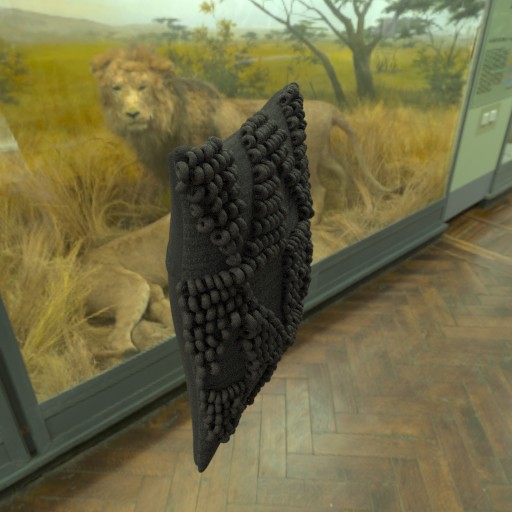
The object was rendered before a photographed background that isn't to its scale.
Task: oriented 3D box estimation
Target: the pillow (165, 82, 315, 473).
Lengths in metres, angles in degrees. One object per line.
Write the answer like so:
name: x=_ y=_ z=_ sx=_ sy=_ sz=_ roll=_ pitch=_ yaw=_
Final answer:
pillow: x=0.000 y=0.000 z=0.710 sx=0.172 sy=0.467 sz=0.470 roll=9 pitch=31 yaw=15
